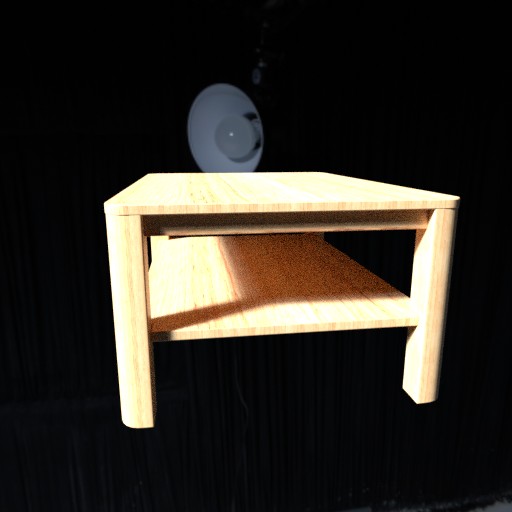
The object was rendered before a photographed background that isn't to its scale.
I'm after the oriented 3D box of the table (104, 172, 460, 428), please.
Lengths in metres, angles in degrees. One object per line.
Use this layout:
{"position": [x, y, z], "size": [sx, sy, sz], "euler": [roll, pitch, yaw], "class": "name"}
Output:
{"position": [0.000, 0.000, 1.349], "size": [0.696, 0.445, 0.997], "euler": [-2, 14, -8], "class": "table"}
